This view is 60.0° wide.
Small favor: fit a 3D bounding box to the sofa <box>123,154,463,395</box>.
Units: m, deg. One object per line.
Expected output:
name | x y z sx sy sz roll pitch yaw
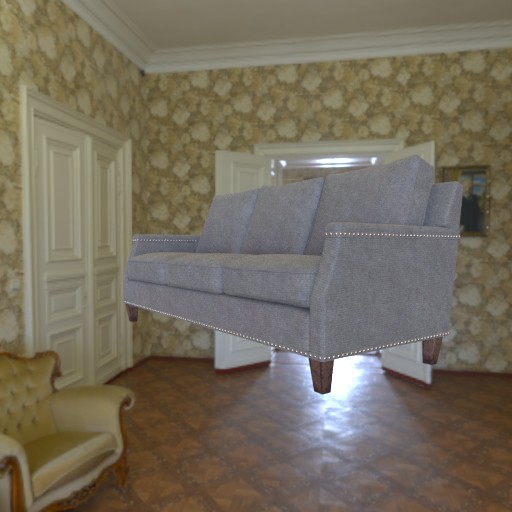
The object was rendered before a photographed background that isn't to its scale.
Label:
sofa | 0.000 0.000 2.853 1.034 1.042 2.226 -1 2 -36
